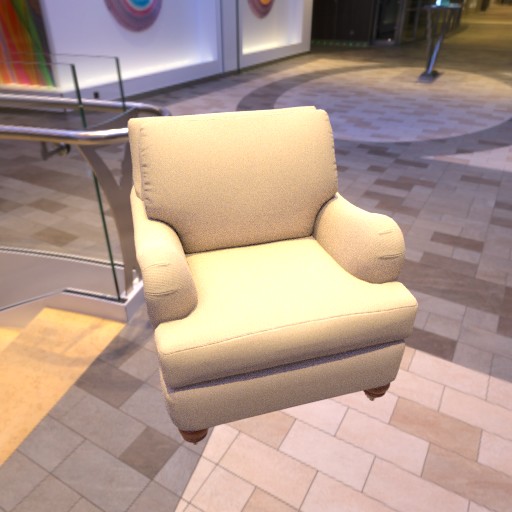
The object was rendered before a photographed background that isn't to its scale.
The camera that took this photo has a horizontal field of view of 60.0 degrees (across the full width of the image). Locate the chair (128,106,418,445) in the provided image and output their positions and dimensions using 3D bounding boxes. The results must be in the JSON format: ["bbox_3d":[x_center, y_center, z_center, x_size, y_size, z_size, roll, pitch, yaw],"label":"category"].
[{"bbox_3d":[0.000,0.000,1.857,0.955,1.038,1.070,-9,32,-14],"label":"chair"}]
